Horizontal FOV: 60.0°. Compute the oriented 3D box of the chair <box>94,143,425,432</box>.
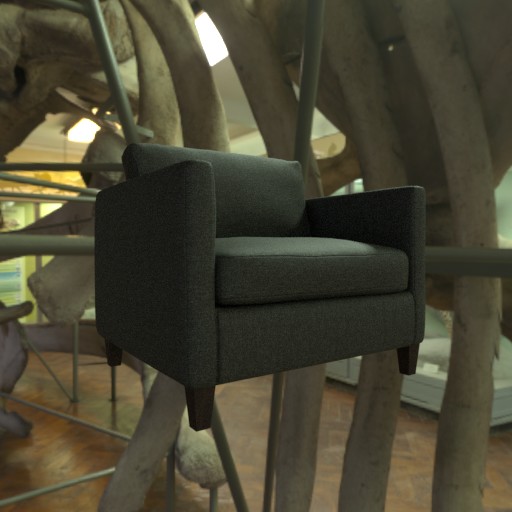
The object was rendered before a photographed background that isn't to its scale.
[{"bbox_3d":[0.000,0.000,1.866,1.107,0.963,0.959,-1,2,-35],"label":"chair"}]
